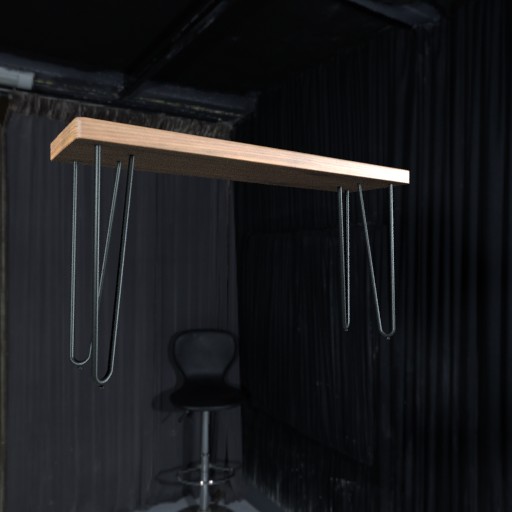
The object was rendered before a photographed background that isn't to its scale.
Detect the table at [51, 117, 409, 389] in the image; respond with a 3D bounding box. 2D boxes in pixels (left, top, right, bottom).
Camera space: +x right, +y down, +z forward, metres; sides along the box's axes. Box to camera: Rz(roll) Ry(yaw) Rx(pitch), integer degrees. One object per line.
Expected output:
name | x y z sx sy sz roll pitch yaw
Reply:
table | 0.000 0.000 1.919 1.570 0.834 0.425 0 1 -35
